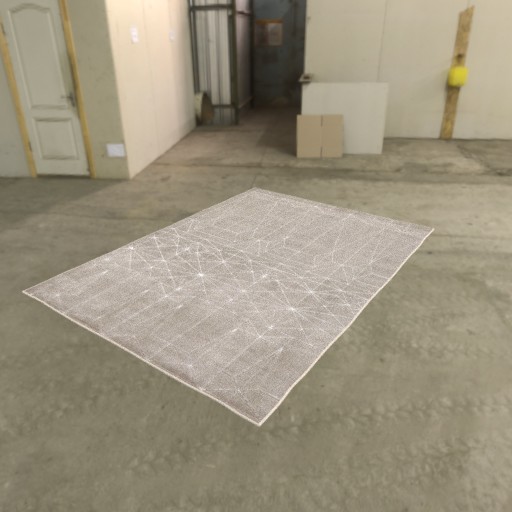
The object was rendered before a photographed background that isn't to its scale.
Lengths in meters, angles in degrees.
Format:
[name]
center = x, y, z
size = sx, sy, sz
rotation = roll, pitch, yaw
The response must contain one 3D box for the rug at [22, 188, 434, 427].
[rug]
center = 0.000, 0.000, 4.297
size = 2.449, 0.019, 3.357
rotation = 18, 32, 31
